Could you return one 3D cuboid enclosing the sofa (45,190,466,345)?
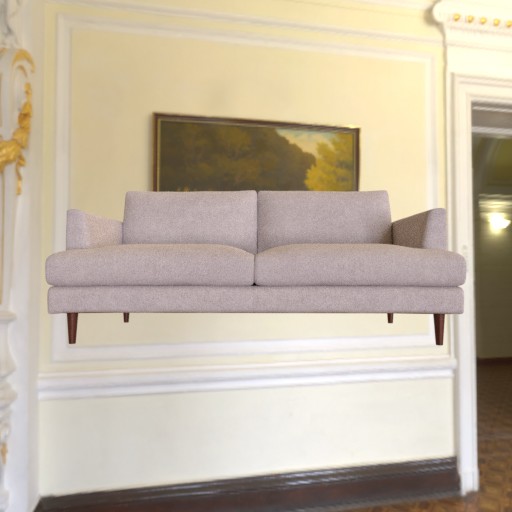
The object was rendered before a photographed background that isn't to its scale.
[{"bbox_3d":[0.000,0.000,2.537,1.948,0.868,1.020,0,-2,1],"label":"sofa"}]
